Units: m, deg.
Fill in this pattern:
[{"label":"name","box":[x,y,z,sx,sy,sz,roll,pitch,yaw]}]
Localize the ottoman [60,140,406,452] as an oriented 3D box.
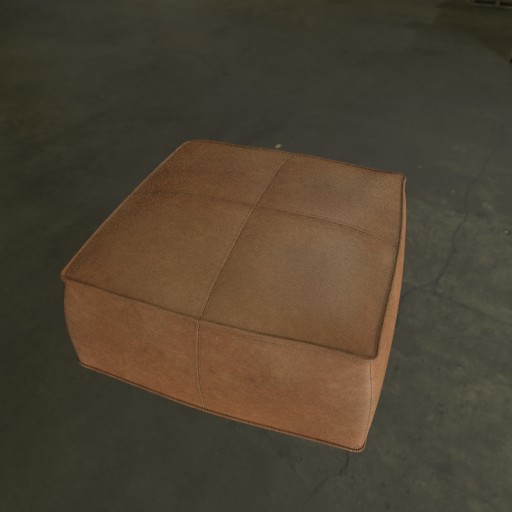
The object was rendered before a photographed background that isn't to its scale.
[{"label":"ottoman","box":[0.000,0.000,1.404,0.902,0.395,0.901,13,43,14]}]
